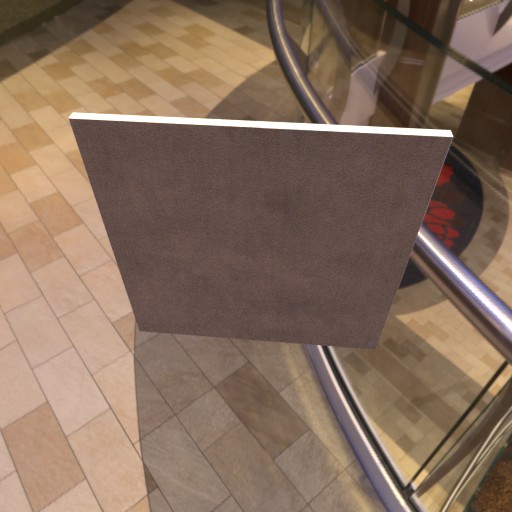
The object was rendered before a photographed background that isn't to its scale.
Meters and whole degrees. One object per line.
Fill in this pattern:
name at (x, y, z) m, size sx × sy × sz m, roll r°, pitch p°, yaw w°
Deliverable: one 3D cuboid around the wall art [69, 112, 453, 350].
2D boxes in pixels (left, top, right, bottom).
wall art at (0.000, 0.000, 1.007) m, size 0.664 × 0.661 × 0.020 m, roll 4°, pitch 46°, yaw 4°
